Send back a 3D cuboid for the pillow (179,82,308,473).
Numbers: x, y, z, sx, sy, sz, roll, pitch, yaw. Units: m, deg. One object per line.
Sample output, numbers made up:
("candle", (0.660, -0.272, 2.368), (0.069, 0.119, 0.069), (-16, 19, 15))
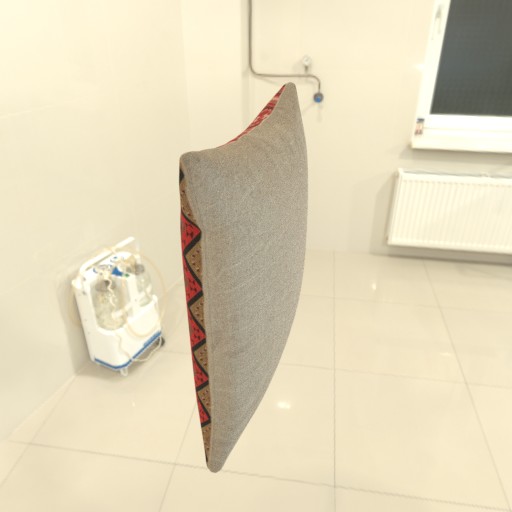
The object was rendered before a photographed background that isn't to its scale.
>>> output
("pillow", (0.000, 0.000, 0.776), (0.158, 0.511, 0.513), (8, 31, 13))
